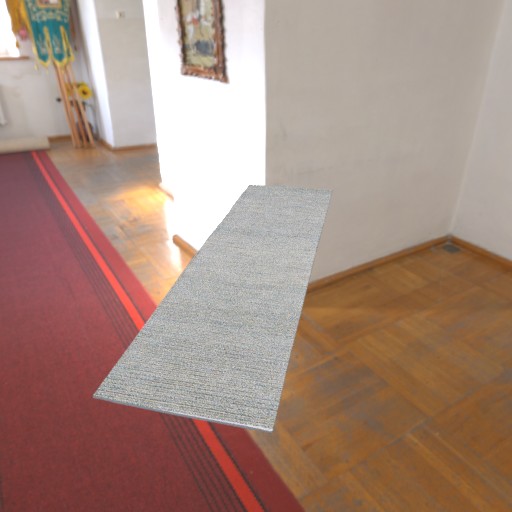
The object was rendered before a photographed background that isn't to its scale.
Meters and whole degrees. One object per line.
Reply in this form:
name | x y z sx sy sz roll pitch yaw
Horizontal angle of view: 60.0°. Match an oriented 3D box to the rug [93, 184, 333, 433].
rug | 0.000 0.000 2.544 0.675 0.037 2.341 7 30 12
